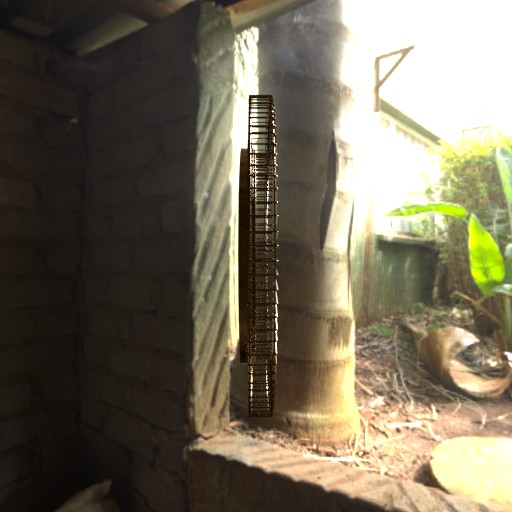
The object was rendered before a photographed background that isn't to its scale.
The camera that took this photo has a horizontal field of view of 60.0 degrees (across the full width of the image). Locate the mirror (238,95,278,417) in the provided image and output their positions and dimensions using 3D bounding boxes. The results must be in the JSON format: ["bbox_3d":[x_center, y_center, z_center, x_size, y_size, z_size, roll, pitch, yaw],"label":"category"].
[{"bbox_3d":[0.000,0.000,1.027,0.067,0.703,0.703,0,-1,0],"label":"mirror"}]
